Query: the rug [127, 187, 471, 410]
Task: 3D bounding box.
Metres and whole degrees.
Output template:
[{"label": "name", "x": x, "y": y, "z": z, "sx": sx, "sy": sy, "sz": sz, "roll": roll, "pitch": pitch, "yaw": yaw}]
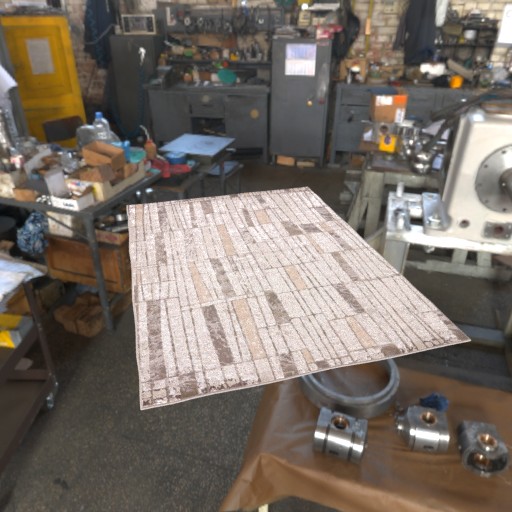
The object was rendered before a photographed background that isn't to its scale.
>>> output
[{"label": "rug", "x": 0.000, "y": 0.000, "z": 4.460, "sx": 2.449, "sy": 0.019, "sz": 3.357, "roll": -8, "pitch": 31, "yaw": -14}]
